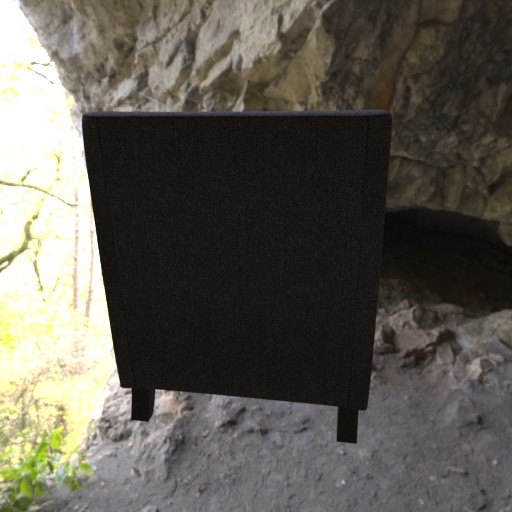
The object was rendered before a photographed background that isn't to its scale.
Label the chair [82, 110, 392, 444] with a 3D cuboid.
[{"bbox_3d":[0.000,0.000,1.585,0.776,0.967,0.884,3,17,9],"label":"chair"}]
